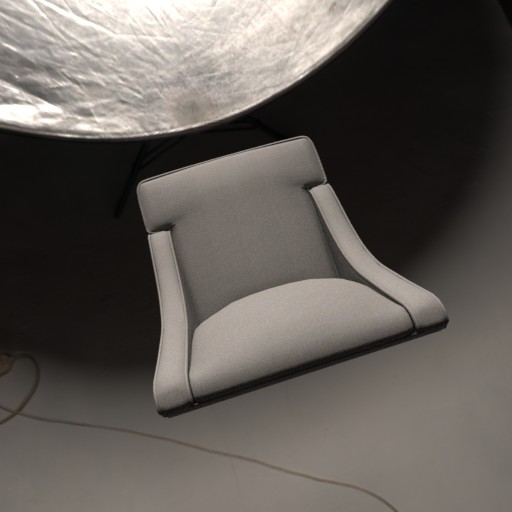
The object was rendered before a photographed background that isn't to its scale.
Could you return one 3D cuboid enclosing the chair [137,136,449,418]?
[{"bbox_3d":[0.000,0.000,1.385,0.631,0.867,0.747,-17,76,-4],"label":"chair"}]
